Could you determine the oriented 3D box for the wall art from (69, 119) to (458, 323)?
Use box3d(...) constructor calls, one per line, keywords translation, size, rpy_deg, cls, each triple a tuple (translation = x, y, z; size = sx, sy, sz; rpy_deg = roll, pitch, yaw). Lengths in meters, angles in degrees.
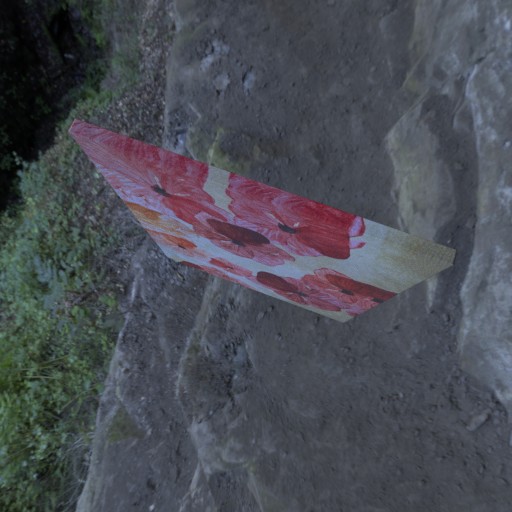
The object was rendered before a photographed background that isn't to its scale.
box3d(translation=(0.000, 0.000, 1.315), size=(0.762, 1.015, 0.031), rpy_deg=(20, 77, 5), cls="wall art")
